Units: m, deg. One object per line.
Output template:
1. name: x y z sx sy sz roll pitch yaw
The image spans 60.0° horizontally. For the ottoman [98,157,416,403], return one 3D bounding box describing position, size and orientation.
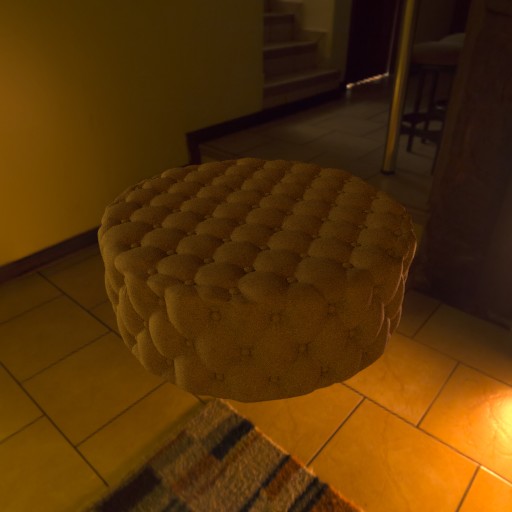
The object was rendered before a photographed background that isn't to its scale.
1. ottoman: 0.000 0.000 1.517 0.998 0.399 0.998 0 32 0
